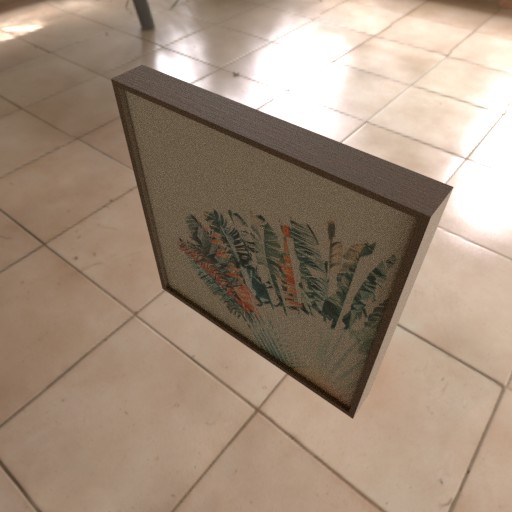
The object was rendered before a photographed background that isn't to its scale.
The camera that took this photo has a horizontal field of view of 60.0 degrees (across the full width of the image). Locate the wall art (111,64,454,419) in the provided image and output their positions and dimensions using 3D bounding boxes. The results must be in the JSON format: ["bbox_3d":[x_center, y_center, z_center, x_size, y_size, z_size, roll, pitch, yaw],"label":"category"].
[{"bbox_3d":[0.000,0.000,0.460,0.304,0.303,0.038,30,54,25],"label":"wall art"}]
